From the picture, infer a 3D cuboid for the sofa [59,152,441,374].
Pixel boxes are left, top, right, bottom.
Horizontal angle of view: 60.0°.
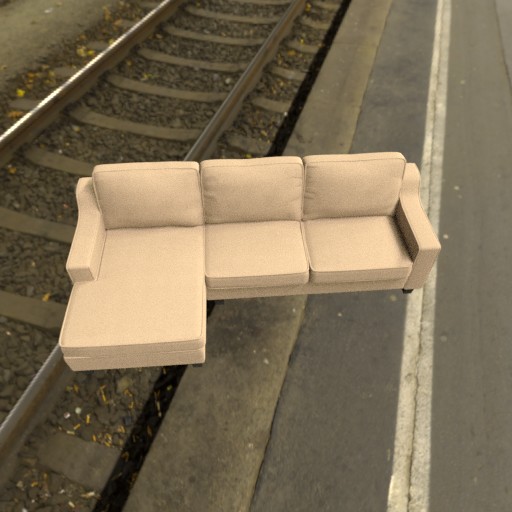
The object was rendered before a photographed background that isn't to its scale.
[{"bbox_3d":[0.000,0.000,3.166,2.561,0.928,1.294,-3,48,-3],"label":"sofa"}]
